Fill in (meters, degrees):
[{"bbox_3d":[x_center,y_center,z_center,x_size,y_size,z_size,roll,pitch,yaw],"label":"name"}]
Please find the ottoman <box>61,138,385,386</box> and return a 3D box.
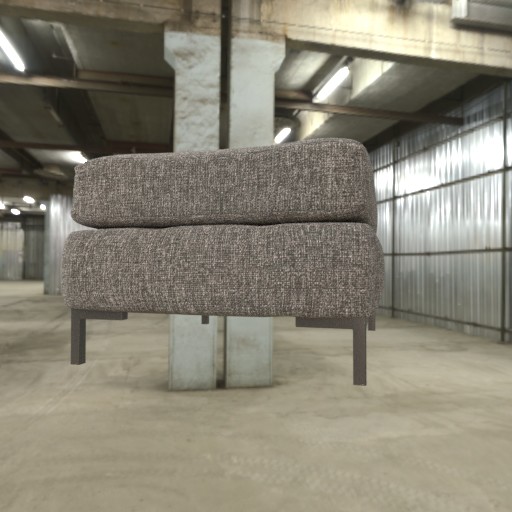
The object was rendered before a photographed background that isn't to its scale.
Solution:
[{"bbox_3d":[0.000,0.000,1.226,0.683,0.480,0.828,0,-2,16],"label":"ottoman"}]
